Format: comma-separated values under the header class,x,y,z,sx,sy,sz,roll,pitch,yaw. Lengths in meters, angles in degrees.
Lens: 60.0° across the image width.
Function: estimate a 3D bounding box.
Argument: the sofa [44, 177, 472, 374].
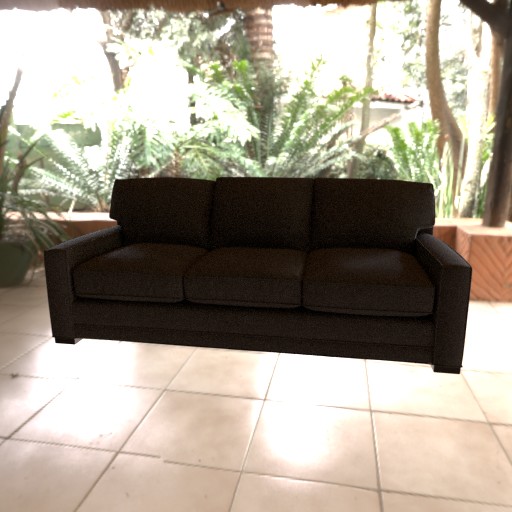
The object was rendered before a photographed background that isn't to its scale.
class,x,y,z,sx,sy,sz,roll,pitch,yaw
sofa,0.000,0.000,2.880,2.369,0.978,1.004,2,13,9
